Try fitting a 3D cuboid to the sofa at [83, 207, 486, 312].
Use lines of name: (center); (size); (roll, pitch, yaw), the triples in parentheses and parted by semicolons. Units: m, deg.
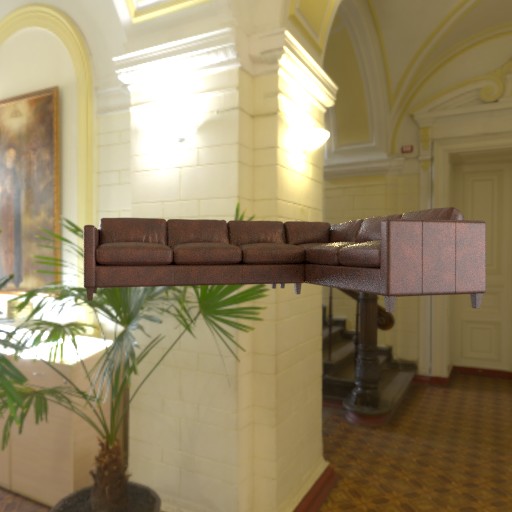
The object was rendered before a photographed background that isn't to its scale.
sofa: (0.000, 0.000, 4.266); (3.152, 0.836, 2.438); (0, 1, -17)
